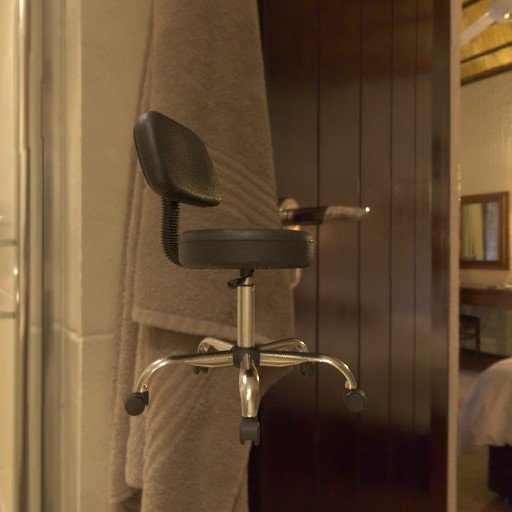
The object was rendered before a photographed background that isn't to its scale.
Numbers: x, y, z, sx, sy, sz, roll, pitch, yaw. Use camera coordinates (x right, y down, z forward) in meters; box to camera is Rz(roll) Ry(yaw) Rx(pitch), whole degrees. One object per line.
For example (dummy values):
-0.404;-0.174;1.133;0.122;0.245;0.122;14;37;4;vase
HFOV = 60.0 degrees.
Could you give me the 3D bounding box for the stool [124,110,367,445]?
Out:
0.000;0.000;1.331;0.648;0.862;0.673;0;0;18;stool
